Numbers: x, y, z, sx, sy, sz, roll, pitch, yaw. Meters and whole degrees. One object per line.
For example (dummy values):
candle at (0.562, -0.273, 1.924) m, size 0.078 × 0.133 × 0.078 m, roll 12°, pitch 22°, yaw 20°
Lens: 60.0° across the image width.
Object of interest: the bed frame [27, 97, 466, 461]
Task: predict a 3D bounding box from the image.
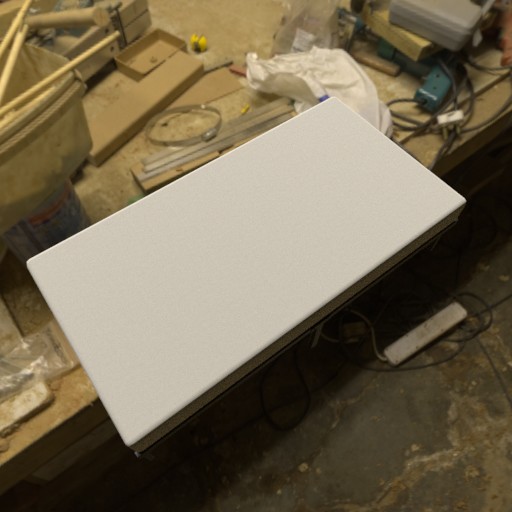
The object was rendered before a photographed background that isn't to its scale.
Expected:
bed frame at (0.000, 0.000, 3.174) m, size 2.635 × 0.680 × 1.393 m, roll -33°, pitch 64°, yaw -18°
